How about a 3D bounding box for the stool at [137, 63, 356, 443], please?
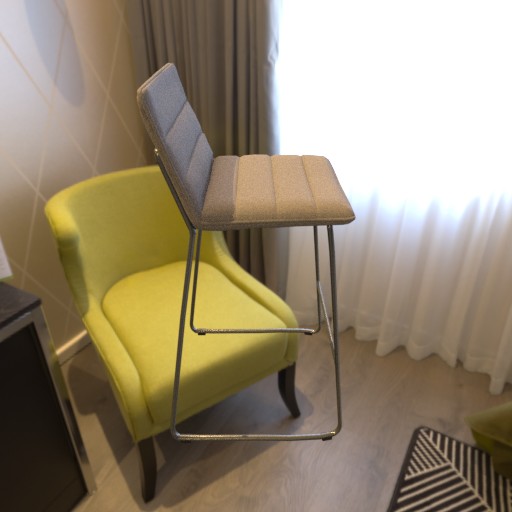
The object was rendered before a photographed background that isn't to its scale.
[{"bbox_3d":[0.000,0.000,1.237,0.490,0.960,0.490,0,31,0],"label":"stool"}]
